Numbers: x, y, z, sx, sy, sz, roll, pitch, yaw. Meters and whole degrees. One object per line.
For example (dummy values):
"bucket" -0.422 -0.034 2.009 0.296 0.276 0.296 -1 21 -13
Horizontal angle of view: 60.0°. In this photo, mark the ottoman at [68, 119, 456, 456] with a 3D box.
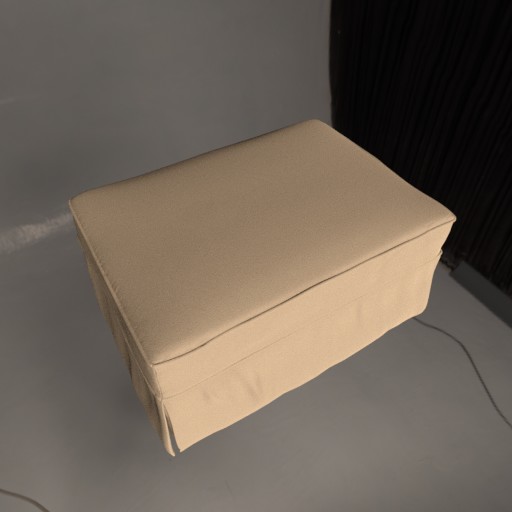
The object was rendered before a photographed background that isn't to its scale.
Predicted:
"ottoman" 0.000 0.000 1.374 0.959 0.482 0.721 -24 51 -21
